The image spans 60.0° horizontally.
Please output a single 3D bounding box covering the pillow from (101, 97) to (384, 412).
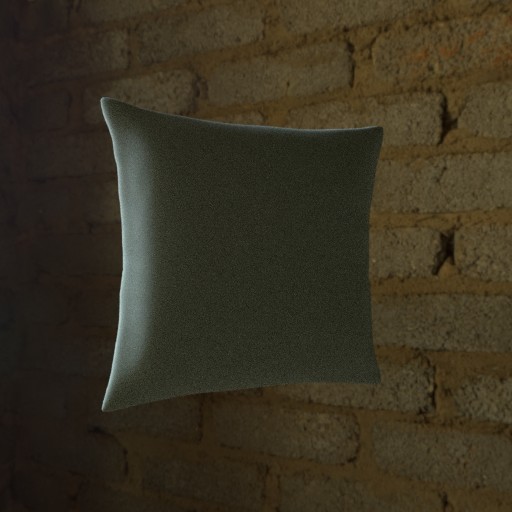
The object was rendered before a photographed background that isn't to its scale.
[{"bbox_3d":[0.000,0.000,0.795,0.525,0.508,0.166,0,0,-18],"label":"pillow"}]
